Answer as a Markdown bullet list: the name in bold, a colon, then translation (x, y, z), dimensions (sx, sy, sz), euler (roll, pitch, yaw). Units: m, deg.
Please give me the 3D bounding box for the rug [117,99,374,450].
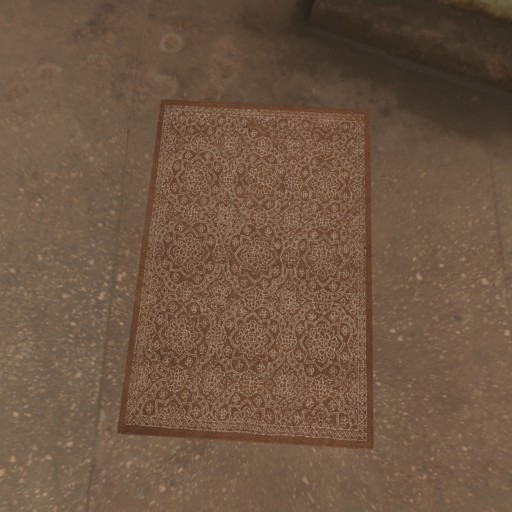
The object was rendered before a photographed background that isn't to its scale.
- **rug**: translation (0.000, 0.000, 2.340), dimensions (1.219, 0.010, 1.829), euler (3, 75, 1)
